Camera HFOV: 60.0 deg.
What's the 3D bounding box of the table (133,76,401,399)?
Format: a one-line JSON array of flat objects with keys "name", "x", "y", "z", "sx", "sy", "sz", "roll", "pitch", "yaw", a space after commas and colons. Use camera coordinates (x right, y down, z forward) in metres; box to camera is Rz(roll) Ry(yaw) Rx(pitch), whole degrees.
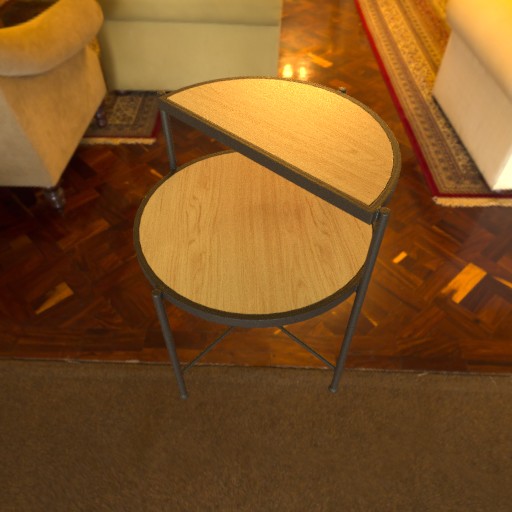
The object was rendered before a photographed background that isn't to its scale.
[{"name": "table", "x": 0.000, "y": 0.000, "z": 1.147, "sx": 0.629, "sy": 0.684, "sz": 0.628, "roll": 34, "pitch": 57, "yaw": 27}]
